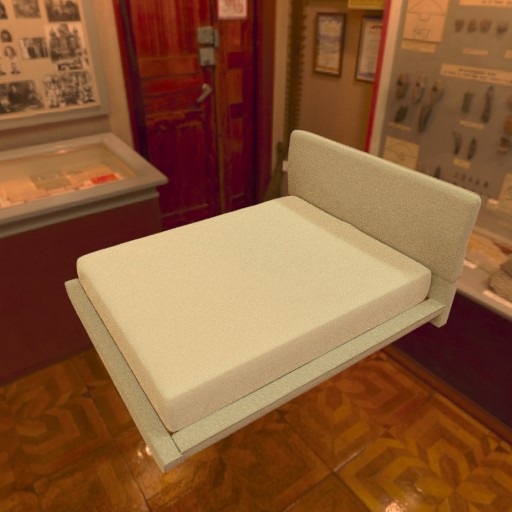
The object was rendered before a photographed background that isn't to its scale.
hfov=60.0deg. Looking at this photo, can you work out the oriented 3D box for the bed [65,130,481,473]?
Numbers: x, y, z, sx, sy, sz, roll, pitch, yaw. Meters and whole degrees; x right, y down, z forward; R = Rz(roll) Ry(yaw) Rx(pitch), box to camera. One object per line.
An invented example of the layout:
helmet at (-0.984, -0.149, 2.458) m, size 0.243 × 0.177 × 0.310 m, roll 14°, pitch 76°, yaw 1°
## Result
bed at (0.000, 0.000, 3.390) m, size 2.498 × 1.126 × 1.980 m, roll -20°, pitch 37°, yaw -29°
